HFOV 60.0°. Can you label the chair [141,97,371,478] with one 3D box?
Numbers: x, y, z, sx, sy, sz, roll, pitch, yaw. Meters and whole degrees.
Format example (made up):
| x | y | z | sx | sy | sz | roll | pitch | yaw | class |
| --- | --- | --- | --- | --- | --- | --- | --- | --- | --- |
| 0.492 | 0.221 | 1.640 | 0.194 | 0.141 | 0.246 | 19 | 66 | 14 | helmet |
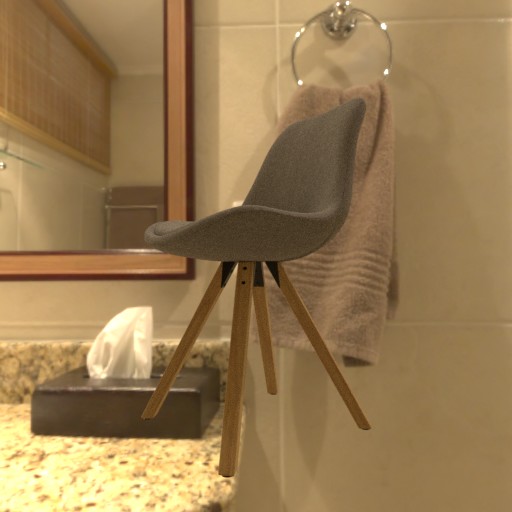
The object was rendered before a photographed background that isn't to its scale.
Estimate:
| x | y | z | sx | sy | sz | roll | pitch | yaw | class |
| --- | --- | --- | --- | --- | --- | --- | --- | --- | --- |
| 0.000 | 0.000 | 1.157 | 0.550 | 0.865 | 0.483 | 1 | -2 | -36 | chair |
